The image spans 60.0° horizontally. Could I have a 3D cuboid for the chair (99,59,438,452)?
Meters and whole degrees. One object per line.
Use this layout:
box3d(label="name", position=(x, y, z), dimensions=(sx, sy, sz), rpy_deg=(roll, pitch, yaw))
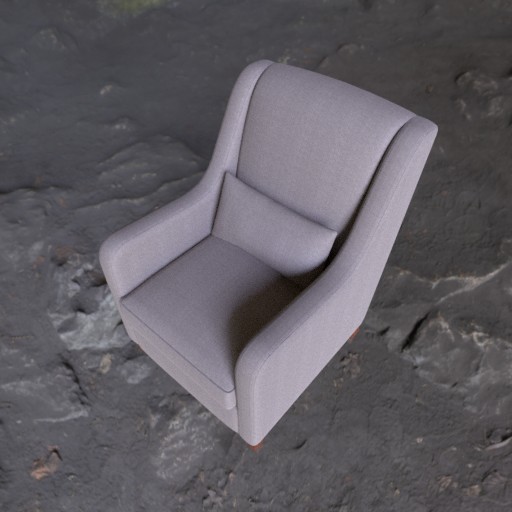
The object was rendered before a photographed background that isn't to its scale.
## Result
box3d(label="chair", position=(0.000, 0.000, 1.611), dimensions=(0.715, 1.017, 0.890), rpy_deg=(33, 55, 26))
